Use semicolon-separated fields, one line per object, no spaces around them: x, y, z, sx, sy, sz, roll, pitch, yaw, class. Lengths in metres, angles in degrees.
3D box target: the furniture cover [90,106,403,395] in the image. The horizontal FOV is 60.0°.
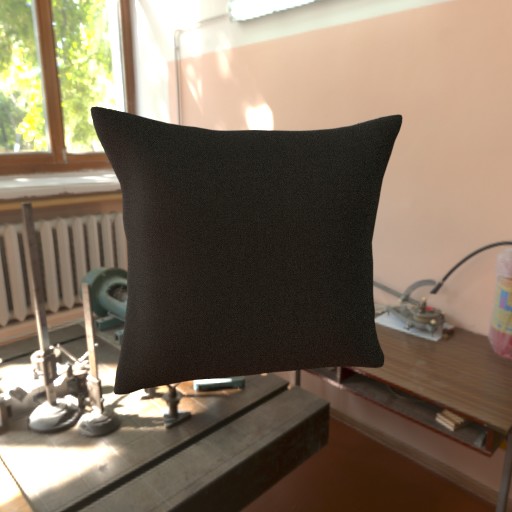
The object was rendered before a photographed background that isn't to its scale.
0.000;0.000;0.788;0.525;0.498;0.180;-3;15;-10;furniture cover
